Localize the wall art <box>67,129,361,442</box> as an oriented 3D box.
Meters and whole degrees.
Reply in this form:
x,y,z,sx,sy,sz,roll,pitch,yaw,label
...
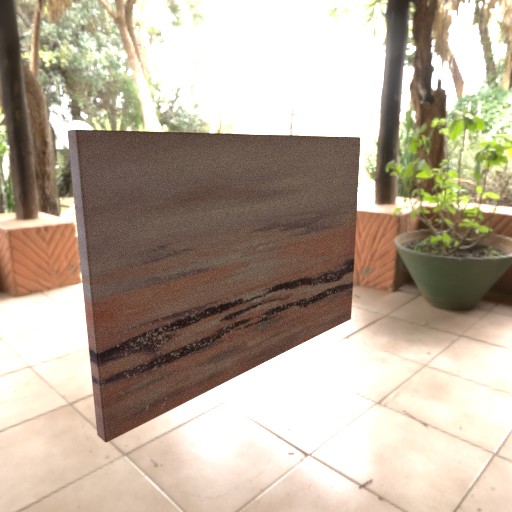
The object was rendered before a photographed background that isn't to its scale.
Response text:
x,y,z,sx,sy,sz,roll,pitch,yaw,label
0.000,0.000,1.151,0.038,0.609,0.913,13,19,42,wall art
